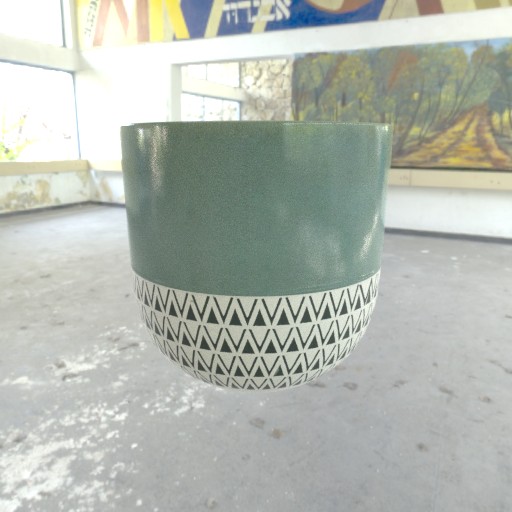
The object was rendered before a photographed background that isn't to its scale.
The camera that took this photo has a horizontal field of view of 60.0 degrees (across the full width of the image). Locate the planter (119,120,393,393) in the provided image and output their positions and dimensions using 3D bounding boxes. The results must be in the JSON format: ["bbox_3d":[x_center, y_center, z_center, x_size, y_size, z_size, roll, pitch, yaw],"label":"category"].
[{"bbox_3d":[0.000,0.000,0.481,0.266,0.270,0.266,0,14,0],"label":"planter"}]
